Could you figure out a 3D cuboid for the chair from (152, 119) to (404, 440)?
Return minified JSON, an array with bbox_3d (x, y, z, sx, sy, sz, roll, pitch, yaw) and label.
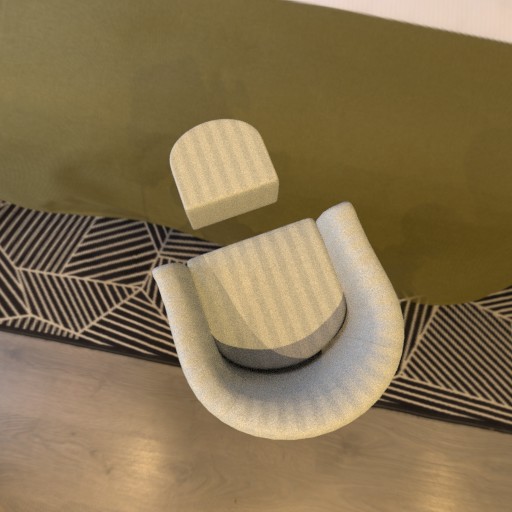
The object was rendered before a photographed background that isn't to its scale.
[{"bbox_3d":[0.000,0.000,1.752,0.756,0.757,1.288,-19,77,-5],"label":"chair"}]
